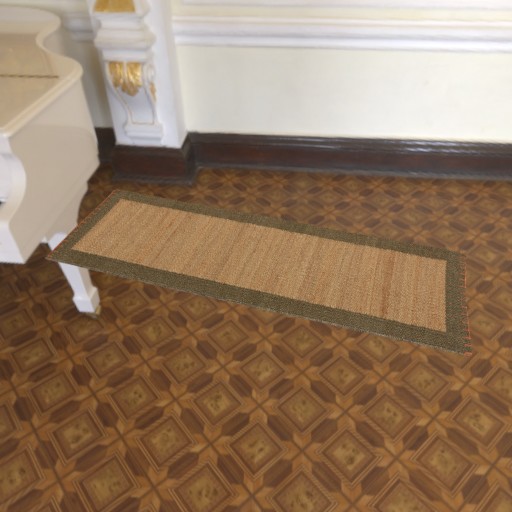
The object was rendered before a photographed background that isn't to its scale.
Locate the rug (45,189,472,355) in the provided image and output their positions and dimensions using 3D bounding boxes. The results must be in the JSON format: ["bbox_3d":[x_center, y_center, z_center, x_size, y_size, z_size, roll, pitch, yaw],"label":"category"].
[{"bbox_3d":[0.000,0.000,2.673,2.413,0.016,0.810,12,42,13],"label":"rug"}]
